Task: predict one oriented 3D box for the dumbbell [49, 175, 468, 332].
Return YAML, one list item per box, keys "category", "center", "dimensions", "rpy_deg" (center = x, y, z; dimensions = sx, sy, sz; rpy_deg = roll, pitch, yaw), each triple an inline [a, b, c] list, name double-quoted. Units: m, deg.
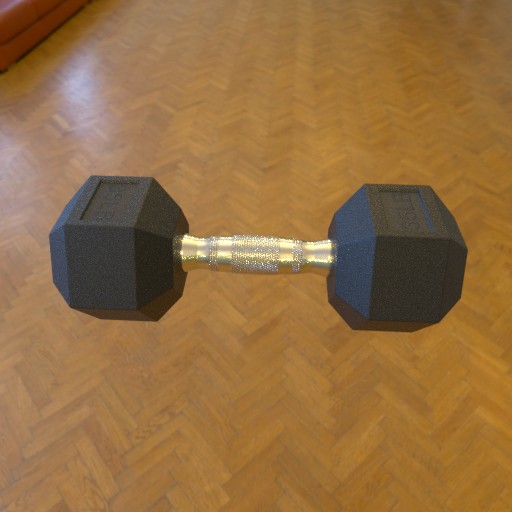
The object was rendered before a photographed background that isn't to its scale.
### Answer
- category: "dumbbell"
  center: [0.000, 0.000, 0.417]
  dimensions: [0.356, 0.123, 0.141]
  rpy_deg: [2, 44, 2]
